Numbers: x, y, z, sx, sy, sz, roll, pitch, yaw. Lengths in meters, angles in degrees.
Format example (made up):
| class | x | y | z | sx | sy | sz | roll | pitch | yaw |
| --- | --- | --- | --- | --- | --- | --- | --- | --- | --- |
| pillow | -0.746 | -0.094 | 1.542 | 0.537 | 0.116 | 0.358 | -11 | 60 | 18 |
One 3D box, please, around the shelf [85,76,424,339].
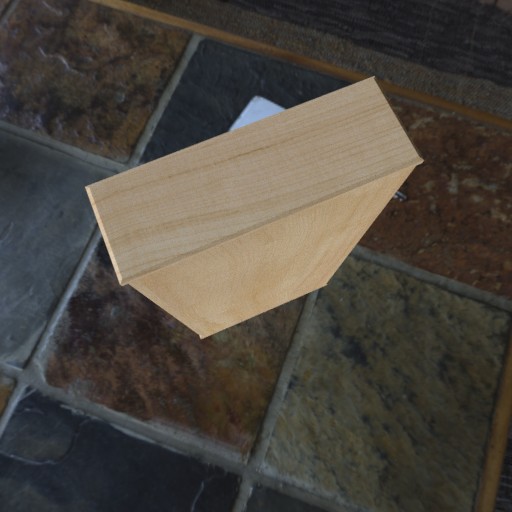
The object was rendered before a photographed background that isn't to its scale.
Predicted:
| class | x | y | z | sx | sy | sz | roll | pitch | yaw |
| --- | --- | --- | --- | --- | --- | --- | --- | --- | --- |
| shelf | 0.000 | 0.000 | 1.208 | 0.520 | 1.030 | 0.175 | -23 | 76 | -6 |
